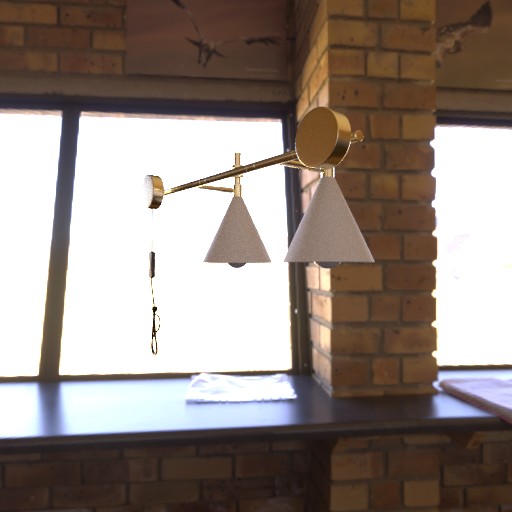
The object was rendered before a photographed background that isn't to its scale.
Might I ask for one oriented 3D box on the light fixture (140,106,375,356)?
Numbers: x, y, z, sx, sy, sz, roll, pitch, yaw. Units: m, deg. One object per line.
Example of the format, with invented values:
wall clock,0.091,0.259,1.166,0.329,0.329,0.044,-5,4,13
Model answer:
light fixture,0.000,0.000,0.869,0.239,0.468,0.642,1,-2,-38
